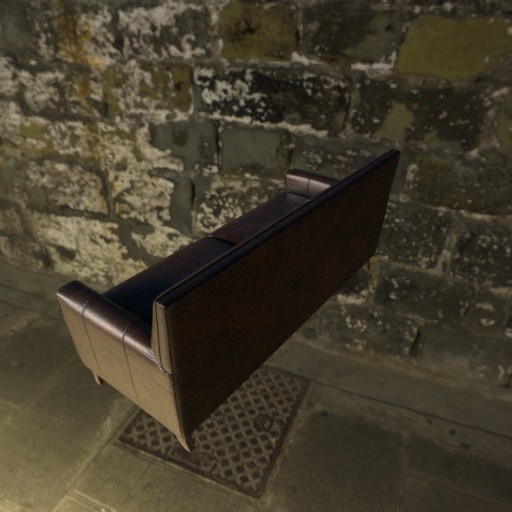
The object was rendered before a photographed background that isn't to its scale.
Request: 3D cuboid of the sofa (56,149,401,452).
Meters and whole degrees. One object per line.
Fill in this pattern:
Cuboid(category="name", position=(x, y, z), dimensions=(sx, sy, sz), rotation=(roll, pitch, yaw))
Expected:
Cuboid(category="sofa", position=(0.000, 0.000, 2.512), dimensions=(0.786, 0.871, 1.995), rotation=(21, 37, 31))
